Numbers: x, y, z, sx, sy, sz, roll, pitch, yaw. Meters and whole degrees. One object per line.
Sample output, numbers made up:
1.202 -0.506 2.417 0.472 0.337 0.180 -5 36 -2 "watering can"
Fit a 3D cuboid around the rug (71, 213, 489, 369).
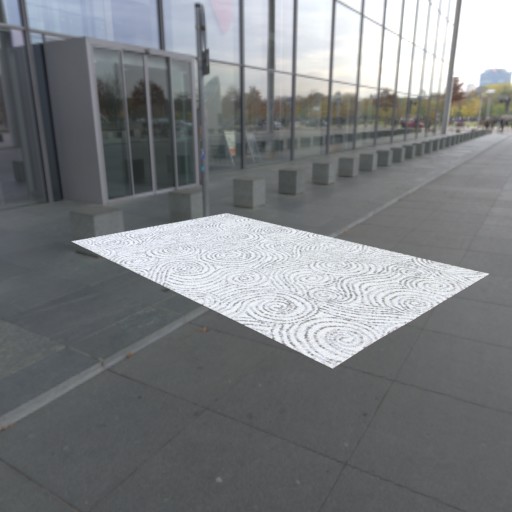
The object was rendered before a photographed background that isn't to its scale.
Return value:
0.000 0.000 2.982 1.524 0.005 2.439 -16 23 -41 "rug"
